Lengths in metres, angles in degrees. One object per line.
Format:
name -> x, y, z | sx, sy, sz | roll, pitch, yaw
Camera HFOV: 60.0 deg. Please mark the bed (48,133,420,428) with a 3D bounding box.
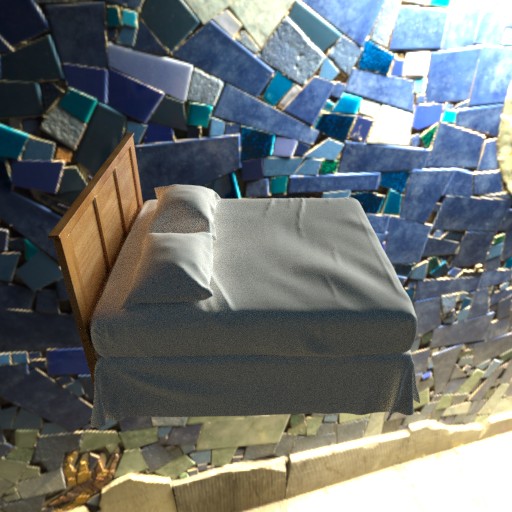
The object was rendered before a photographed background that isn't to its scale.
bed -> 0.000, 0.000, 3.135 | 2.035, 1.273, 1.870 | -1, 32, -1
